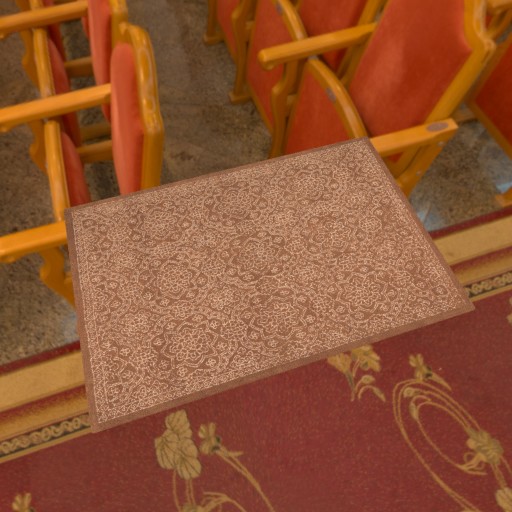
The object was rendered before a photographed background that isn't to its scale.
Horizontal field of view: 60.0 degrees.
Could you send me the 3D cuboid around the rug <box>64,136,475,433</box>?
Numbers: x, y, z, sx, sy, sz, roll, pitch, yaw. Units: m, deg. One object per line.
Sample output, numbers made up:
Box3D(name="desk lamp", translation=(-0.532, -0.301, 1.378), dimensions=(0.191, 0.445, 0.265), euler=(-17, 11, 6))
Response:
Box3D(name="rug", translation=(0.000, 0.000, 2.852), dimensions=(2.286, 0.011, 1.524), euler=(-16, 60, -9))
